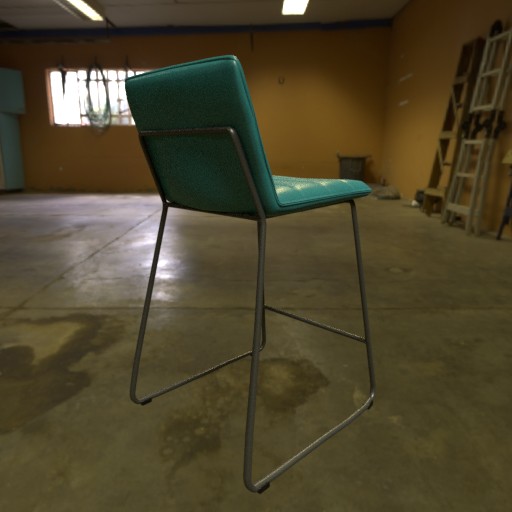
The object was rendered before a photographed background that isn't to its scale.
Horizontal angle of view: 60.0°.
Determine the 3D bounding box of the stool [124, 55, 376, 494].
[{"bbox_3d":[0.000,0.000,1.153,0.524,0.866,0.489,-13,19,-43],"label":"stool"}]
